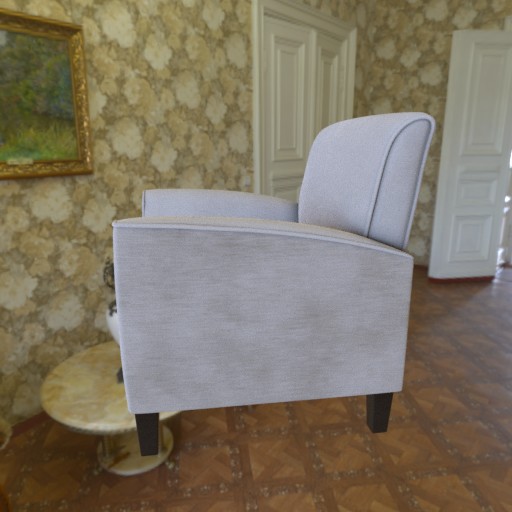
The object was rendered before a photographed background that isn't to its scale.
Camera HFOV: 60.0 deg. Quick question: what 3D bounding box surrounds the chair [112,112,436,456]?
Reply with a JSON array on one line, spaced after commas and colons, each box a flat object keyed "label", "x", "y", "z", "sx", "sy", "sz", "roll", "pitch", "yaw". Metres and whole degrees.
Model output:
[{"label": "chair", "x": 0.000, "y": 0.000, "z": 1.509, "sx": 0.821, "sy": 0.915, "sz": 0.820, "roll": -2, "pitch": 14, "yaw": -8}]
